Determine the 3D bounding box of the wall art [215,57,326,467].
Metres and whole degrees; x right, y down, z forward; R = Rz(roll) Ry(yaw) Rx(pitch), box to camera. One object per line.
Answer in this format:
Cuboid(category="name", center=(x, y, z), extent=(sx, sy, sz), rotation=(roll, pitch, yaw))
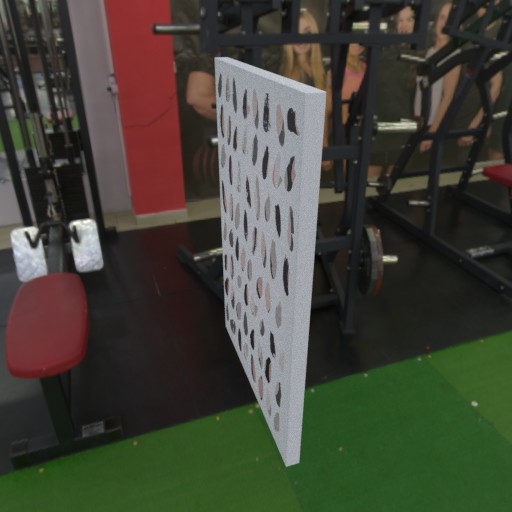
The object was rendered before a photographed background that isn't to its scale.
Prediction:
Cuboid(category="wall art", center=(0.000, 0.000, 1.177), extent=(0.037, 0.916, 0.610), rotation=(-9, 30, -16))
